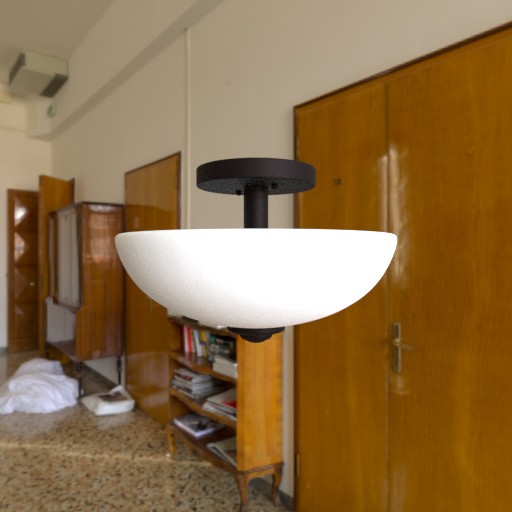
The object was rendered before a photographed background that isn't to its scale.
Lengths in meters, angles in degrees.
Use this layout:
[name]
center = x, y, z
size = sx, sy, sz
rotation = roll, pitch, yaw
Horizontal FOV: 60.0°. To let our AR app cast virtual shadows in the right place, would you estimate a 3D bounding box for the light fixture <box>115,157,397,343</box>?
[light fixture]
center = 0.000, 0.000, 0.546
size = 0.331, 0.212, 0.331
rotation = 0, 0, 0
